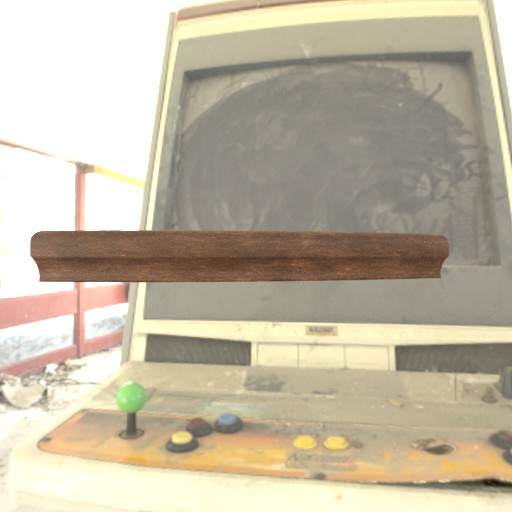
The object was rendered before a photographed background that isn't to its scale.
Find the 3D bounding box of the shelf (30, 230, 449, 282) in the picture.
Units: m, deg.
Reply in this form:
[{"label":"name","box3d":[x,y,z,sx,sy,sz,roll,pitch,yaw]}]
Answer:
[{"label":"shelf","box3d":[0.000,0.000,0.458,0.310,0.050,0.310,0,0,35]}]
